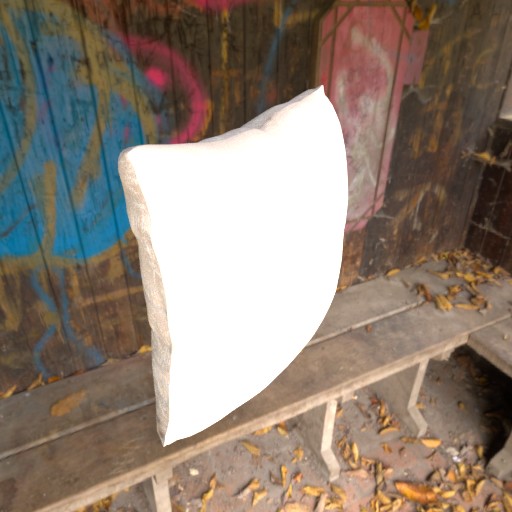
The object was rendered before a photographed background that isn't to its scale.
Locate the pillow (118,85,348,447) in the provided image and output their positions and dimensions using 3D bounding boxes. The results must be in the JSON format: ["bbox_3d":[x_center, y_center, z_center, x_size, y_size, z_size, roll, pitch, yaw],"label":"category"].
[{"bbox_3d":[0.000,0.000,0.694,0.245,0.448,0.450,20,36,30],"label":"pillow"}]
